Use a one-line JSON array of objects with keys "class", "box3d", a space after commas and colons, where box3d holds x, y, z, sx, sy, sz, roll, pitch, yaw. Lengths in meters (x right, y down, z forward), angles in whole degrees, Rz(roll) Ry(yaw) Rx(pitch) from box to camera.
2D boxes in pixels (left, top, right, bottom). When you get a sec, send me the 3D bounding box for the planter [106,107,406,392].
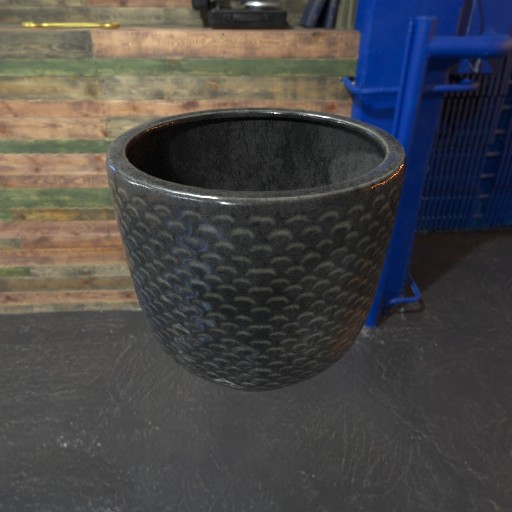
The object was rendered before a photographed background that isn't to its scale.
[{"class": "planter", "box3d": [0.000, 0.000, 0.244, 0.140, 0.129, 0.140, 0, 31, 0]}]
